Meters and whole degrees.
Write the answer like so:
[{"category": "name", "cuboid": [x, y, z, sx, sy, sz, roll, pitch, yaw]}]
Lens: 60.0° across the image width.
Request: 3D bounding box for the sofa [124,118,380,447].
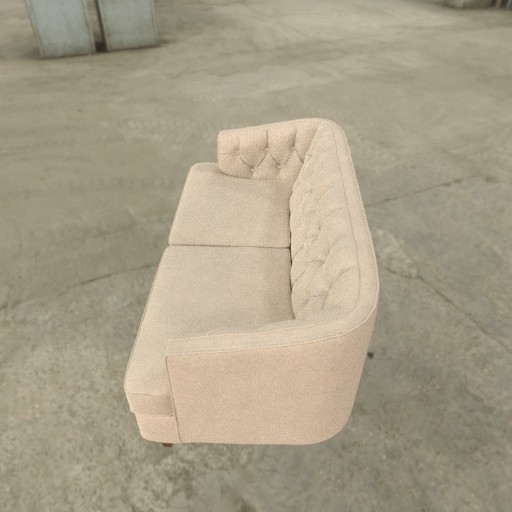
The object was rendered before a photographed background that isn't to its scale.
[{"category": "sofa", "cuboid": [0.000, 0.000, 2.279, 0.940, 0.878, 1.731, 2, 41, 2]}]
